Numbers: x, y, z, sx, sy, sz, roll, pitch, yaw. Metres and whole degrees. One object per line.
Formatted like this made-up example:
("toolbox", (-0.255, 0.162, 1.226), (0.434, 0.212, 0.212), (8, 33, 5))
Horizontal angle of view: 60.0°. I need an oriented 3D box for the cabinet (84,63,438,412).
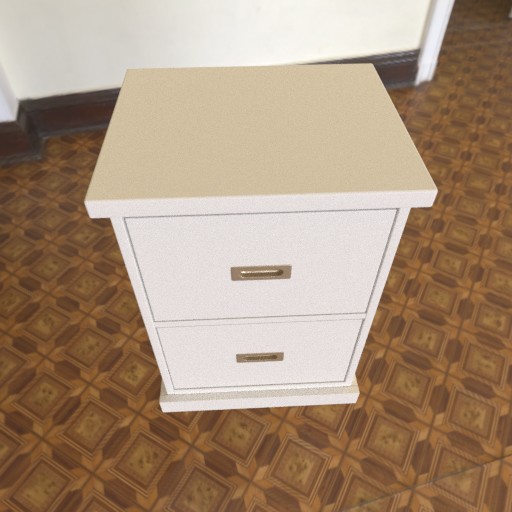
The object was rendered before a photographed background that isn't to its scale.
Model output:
("cabinet", (0.000, 0.000, 1.057), (0.520, 0.723, 0.431), (-2, 47, -2))
